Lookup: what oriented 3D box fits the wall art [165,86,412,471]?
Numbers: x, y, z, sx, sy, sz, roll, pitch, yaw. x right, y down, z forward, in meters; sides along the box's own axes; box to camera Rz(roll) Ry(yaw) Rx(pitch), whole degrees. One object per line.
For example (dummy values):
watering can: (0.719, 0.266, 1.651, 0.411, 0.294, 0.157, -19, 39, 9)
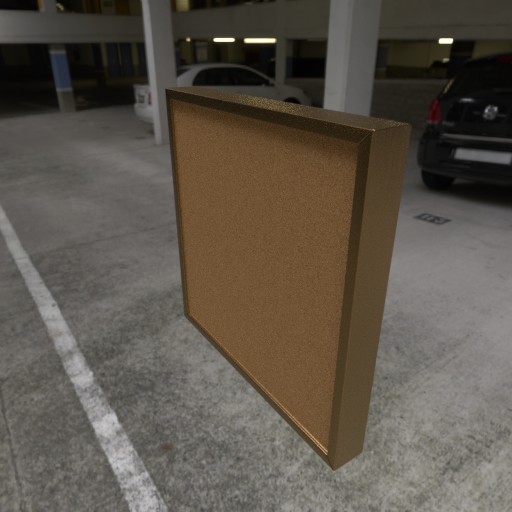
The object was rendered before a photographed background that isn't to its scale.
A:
wall art: (0.000, 0.000, 0.458, 0.037, 0.305, 0.305, -17, 31, -31)
